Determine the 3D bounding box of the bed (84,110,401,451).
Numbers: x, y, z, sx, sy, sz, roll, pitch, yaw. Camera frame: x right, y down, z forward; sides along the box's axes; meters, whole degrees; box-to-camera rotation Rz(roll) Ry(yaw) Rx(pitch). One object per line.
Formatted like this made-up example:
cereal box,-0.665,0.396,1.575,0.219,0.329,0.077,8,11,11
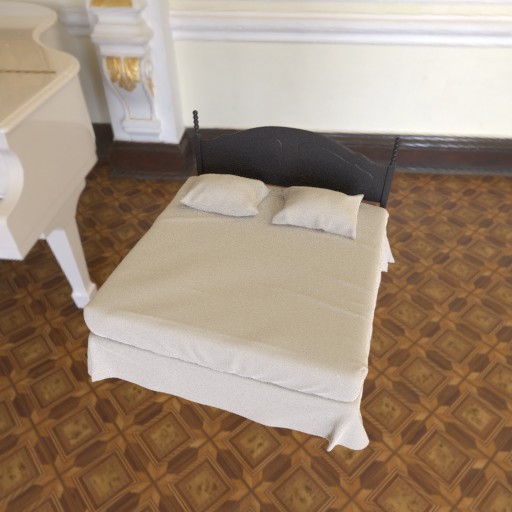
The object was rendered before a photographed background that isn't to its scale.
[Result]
bed,0.000,0.000,3.622,2.322,1.355,2.219,12,43,13
